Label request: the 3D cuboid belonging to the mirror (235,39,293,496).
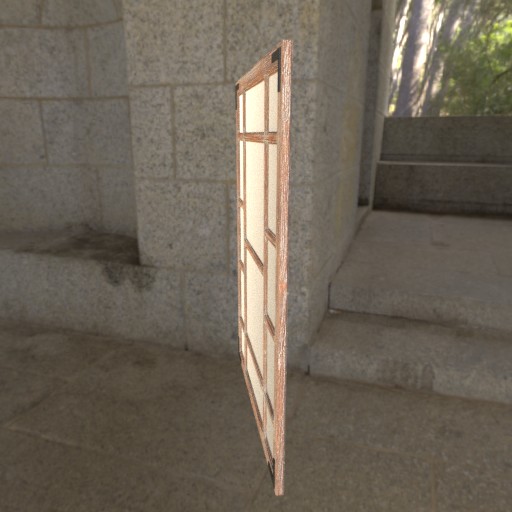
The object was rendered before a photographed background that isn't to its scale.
[{"bbox_3d":[0.000,0.000,1.262,0.025,0.996,0.705,-3,16,-9],"label":"mirror"}]
